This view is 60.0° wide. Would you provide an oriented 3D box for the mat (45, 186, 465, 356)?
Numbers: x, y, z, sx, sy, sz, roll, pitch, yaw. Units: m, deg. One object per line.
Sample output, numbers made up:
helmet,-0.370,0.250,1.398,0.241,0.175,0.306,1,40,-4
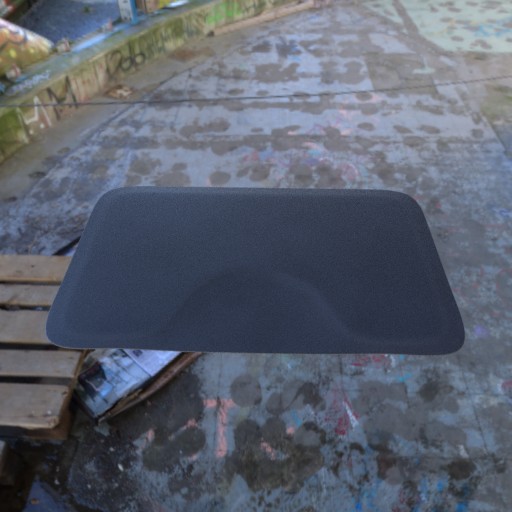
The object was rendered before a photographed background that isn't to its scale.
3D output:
mat,0.000,0.000,1.838,1.524,0.013,0.918,1,47,1
